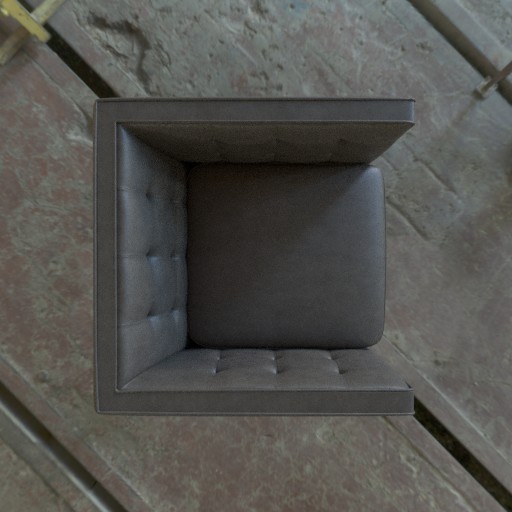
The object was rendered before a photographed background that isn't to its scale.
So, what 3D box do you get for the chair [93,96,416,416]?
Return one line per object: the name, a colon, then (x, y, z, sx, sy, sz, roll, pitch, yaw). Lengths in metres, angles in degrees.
chair: (0.000, 0.000, 1.561, 0.894, 0.790, 0.880, 0, 90, 0)
